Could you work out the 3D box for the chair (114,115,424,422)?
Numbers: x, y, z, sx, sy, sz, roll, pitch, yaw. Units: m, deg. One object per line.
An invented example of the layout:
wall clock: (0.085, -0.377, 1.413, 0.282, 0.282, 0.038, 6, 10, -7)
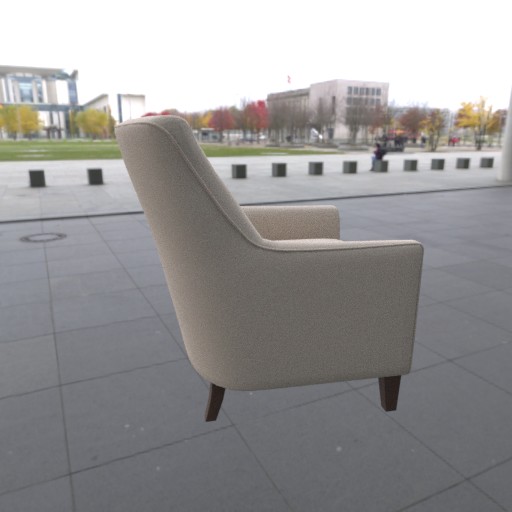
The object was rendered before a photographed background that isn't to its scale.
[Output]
chair: (0.000, 0.000, 1.562, 0.879, 0.916, 0.756, -3, 15, -11)
